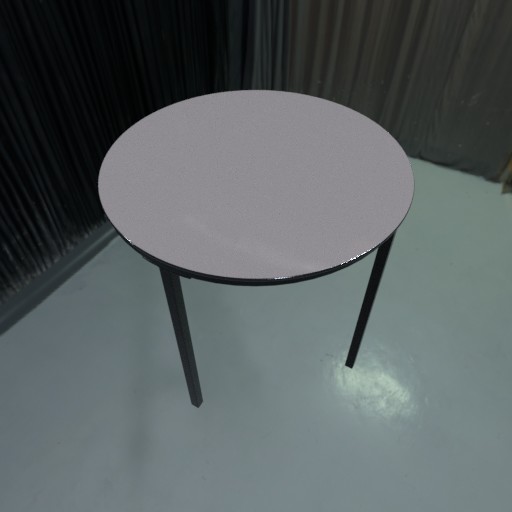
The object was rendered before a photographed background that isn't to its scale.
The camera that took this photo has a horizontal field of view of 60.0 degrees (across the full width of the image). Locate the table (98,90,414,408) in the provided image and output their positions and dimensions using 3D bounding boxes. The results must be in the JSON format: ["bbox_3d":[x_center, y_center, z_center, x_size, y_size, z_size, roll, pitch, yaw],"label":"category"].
[{"bbox_3d":[0.000,0.000,0.879,0.499,0.443,0.499,0,47,0],"label":"table"}]
